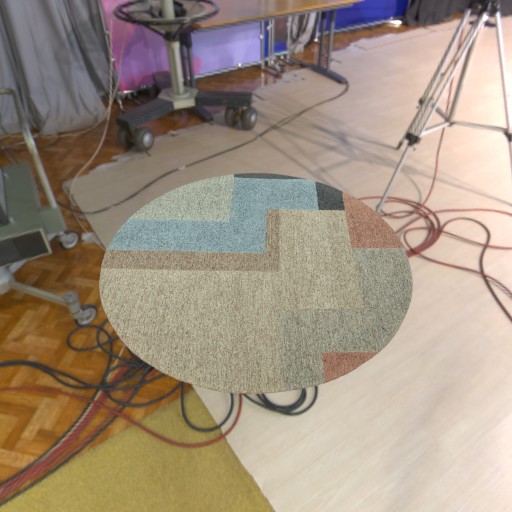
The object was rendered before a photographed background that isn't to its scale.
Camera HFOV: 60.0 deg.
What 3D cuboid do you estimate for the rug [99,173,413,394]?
[{"bbox_3d":[0.000,0.000,3.589,2.461,0.033,2.461,0,43,0],"label":"rug"}]
